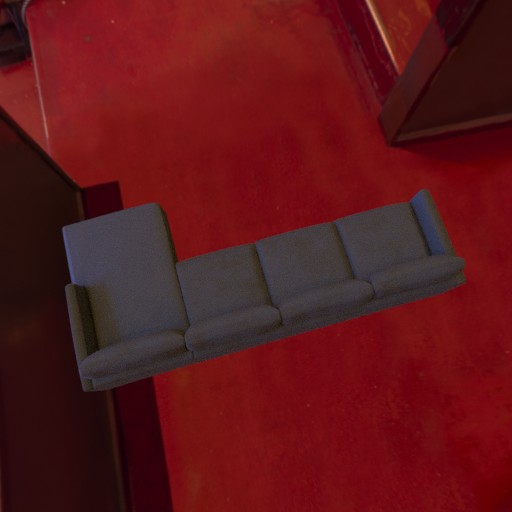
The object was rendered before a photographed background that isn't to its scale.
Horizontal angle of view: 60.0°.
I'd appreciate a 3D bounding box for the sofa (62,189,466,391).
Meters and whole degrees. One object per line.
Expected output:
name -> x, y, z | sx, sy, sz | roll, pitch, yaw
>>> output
sofa -> 0.000, 0.000, 3.289 | 2.725, 0.756, 1.255 | -15, 75, -4
